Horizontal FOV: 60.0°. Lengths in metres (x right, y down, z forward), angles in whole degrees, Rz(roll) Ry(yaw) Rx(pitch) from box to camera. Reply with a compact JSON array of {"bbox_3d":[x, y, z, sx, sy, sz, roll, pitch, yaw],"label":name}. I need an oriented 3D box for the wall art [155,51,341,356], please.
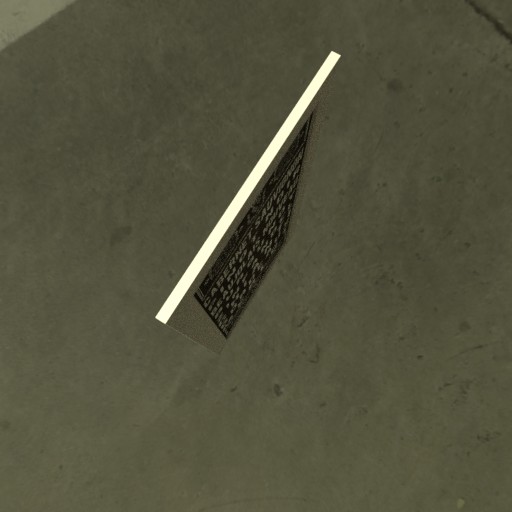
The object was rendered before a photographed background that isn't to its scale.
[{"bbox_3d":[0.000,0.000,0.827,0.013,0.683,0.380,30,77,8],"label":"wall art"}]
